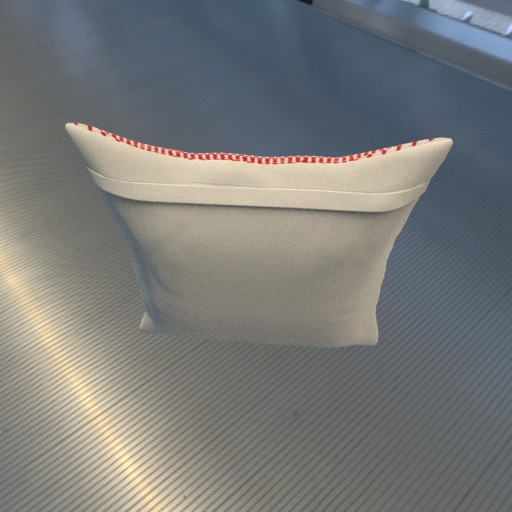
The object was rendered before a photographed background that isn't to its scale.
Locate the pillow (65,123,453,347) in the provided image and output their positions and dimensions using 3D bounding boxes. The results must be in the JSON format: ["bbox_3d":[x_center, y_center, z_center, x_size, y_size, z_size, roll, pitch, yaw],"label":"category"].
[{"bbox_3d":[0.000,0.000,0.698,0.463,0.454,0.160,3,48,3],"label":"pillow"}]
